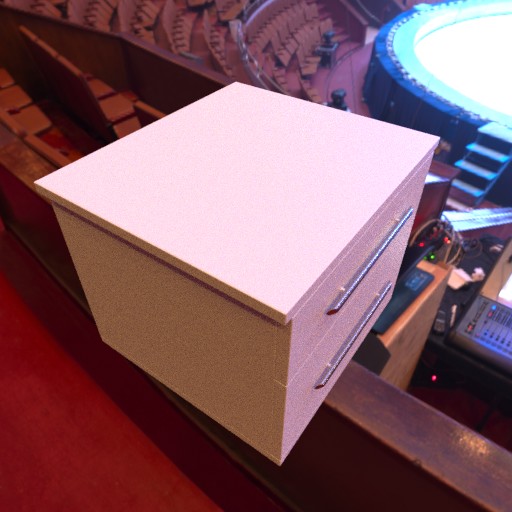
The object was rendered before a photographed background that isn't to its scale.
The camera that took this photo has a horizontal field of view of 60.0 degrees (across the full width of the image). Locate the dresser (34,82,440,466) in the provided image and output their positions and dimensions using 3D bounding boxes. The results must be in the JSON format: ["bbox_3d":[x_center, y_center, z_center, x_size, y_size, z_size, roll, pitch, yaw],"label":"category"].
[{"bbox_3d":[0.000,0.000,0.735,0.400,0.360,0.430,25,48,26],"label":"dresser"}]
